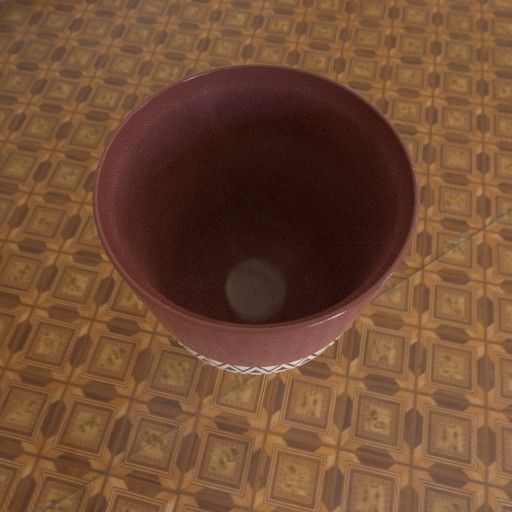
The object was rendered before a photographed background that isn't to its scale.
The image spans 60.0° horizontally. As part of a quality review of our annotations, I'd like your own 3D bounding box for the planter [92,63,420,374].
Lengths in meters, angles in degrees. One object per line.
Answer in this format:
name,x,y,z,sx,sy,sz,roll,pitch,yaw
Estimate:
planter,0.000,0.000,0.362,0.195,0.214,0.195,0,63,0
